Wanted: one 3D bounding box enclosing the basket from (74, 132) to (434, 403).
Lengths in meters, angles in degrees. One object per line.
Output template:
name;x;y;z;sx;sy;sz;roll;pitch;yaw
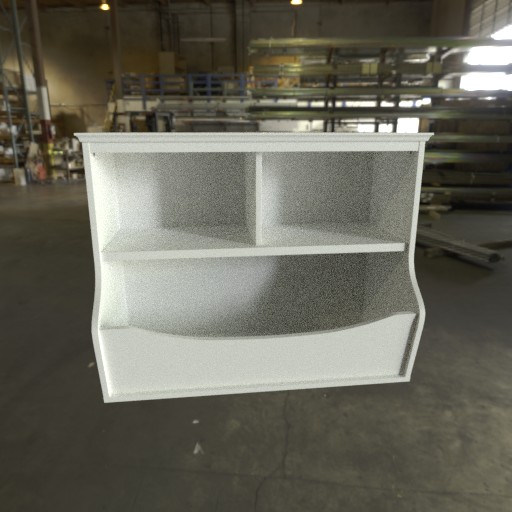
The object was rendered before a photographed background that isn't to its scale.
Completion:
basket;0.000;0.000;1.166;0.792;0.625;0.376;-2;16;-7
